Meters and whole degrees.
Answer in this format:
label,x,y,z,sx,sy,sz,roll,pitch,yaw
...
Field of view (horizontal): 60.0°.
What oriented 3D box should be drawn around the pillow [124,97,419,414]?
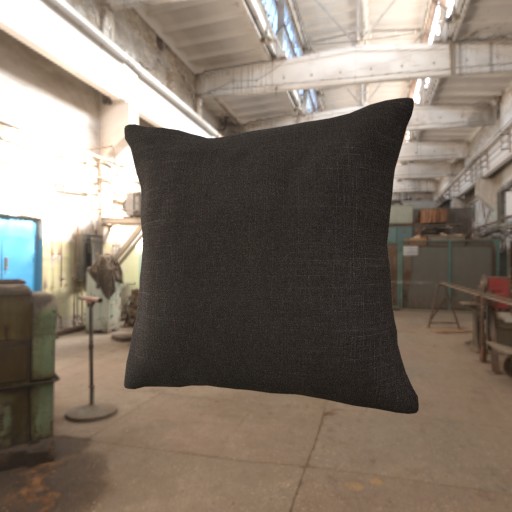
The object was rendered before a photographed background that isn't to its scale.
label,x,y,z,sx,sy,sz,roll,pitch,yaw
pillow,0.000,0.000,0.681,0.468,0.444,0.138,0,-1,17
